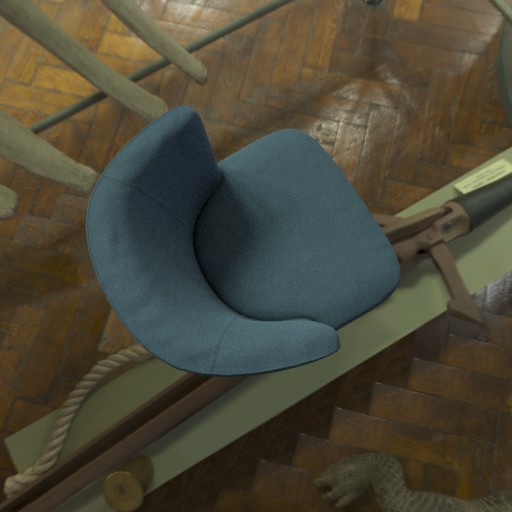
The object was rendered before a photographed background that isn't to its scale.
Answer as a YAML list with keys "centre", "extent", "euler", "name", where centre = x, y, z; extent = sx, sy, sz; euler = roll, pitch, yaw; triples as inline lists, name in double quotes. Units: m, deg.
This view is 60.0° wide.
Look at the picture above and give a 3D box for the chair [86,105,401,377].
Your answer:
- centre: [0.000, 0.000, 1.289]
  extent: [0.702, 0.760, 0.661]
  euler: [-30, 77, -7]
  name: "chair"
